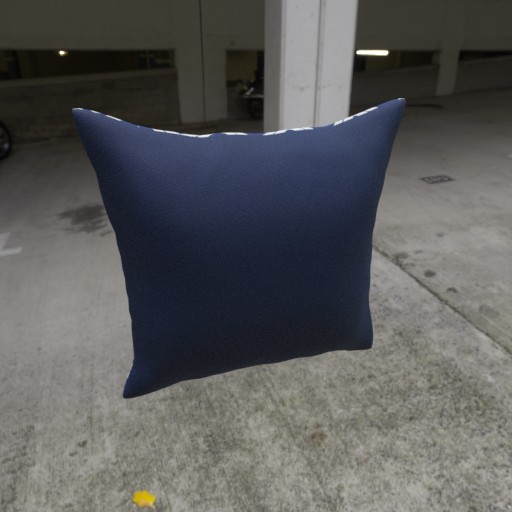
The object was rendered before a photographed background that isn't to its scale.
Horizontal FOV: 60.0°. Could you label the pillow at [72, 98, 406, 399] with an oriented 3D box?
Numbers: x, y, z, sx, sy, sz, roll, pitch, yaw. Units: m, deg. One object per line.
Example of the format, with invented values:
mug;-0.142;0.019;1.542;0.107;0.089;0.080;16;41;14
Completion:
pillow;0.000;0.000;0.750;0.504;0.494;0.188;-8;26;-16
